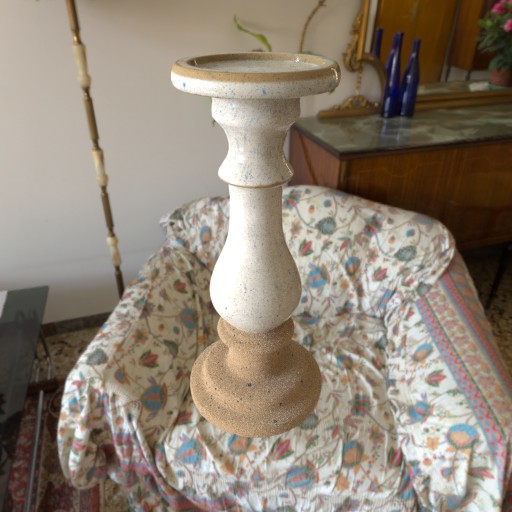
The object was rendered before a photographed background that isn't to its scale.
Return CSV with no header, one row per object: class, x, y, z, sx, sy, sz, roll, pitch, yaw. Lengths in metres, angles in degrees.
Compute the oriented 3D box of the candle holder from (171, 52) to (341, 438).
candle holder,0.000,0.000,0.250,0.088,0.203,0.088,0,31,0
